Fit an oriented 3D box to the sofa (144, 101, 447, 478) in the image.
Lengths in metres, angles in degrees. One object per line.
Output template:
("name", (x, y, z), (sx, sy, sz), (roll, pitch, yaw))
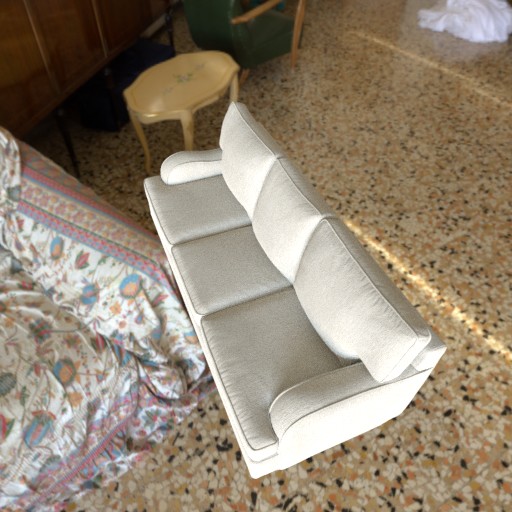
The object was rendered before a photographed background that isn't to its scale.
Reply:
("sofa", (0.000, 0.000, 2.872), (1.016, 0.991, 2.323), (-16, 48, -16))
